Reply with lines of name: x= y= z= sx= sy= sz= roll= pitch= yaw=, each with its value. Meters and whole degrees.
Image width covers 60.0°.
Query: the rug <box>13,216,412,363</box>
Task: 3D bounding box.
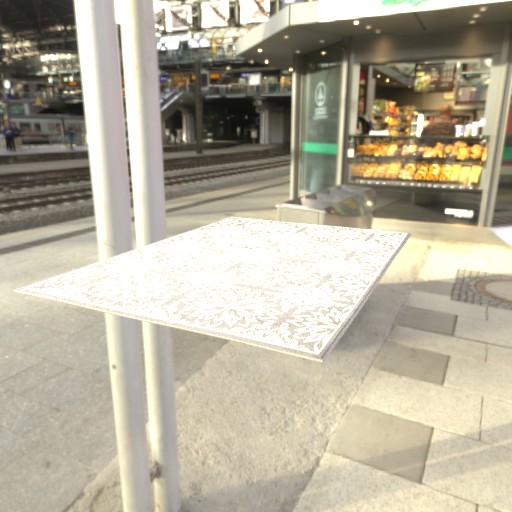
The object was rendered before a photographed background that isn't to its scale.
rug: x=0.000 y=0.000 z=2.815 sx=1.608 sy=0.014 sz=2.213 roll=8 pitch=17 yaw=25
